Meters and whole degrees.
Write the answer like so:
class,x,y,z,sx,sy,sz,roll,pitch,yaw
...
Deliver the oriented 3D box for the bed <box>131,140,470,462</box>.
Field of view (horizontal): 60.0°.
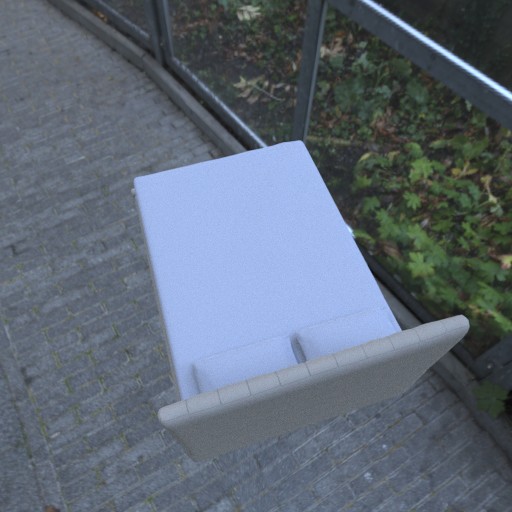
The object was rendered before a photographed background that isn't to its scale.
class,x,y,z,sx,sy,sz,roll,pitch,yaw
bed,0.000,0.000,3.397,1.698,1.427,2.387,-15,60,-9
